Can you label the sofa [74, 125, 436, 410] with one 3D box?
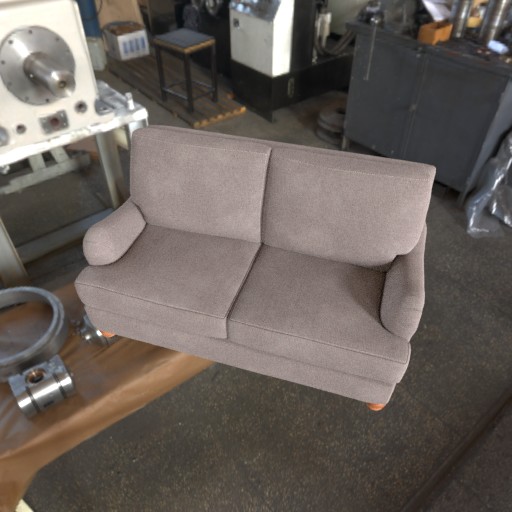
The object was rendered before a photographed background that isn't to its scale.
[{"bbox_3d":[0.000,0.000,2.601,1.853,1.101,1.084,12,43,13],"label":"sofa"}]
